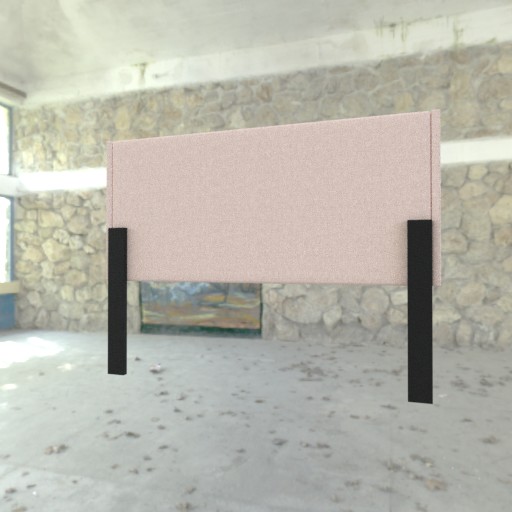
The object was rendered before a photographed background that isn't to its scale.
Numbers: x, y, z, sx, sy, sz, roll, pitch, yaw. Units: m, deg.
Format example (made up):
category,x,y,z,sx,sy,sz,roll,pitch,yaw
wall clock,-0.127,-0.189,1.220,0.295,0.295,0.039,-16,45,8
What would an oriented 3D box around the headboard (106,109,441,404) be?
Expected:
category,x,y,z,sx,sy,sz,roll,pitch,yaw
headboard,0.000,0.000,2.663,2.051,1.524,0.184,0,-1,18
